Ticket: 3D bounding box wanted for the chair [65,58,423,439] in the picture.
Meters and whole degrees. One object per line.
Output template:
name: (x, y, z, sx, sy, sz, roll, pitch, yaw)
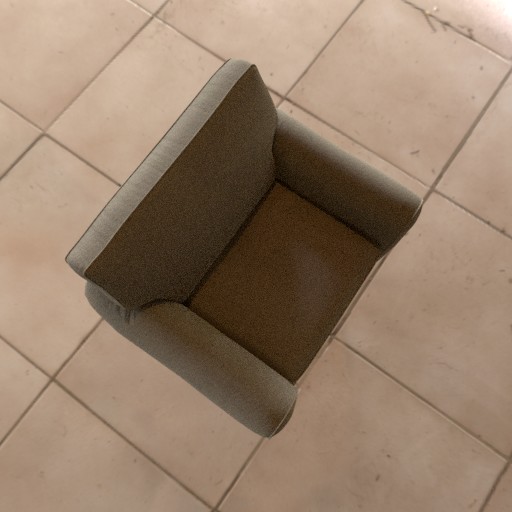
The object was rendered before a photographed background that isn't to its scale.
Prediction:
chair: (0.000, 0.000, 1.884, 0.939, 1.044, 1.147, 34, 78, 8)
